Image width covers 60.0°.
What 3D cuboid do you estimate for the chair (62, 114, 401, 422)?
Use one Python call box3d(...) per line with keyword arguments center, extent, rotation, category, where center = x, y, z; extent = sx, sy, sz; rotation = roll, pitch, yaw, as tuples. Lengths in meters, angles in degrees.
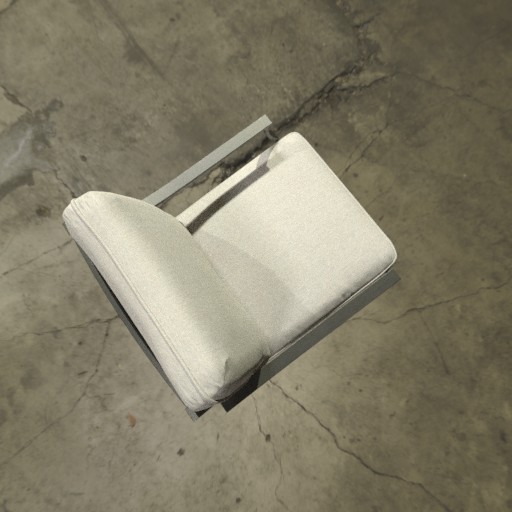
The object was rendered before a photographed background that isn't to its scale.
box3d(center=(0.000, 0.000, 1.415), extent=(0.787, 0.860, 0.650), rotation=(-36, 79, -8), category="chair")
